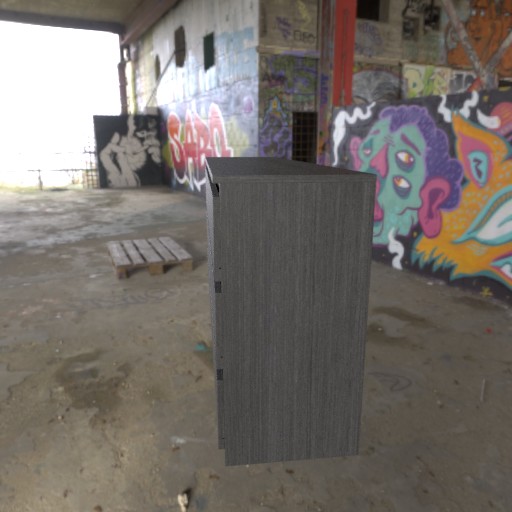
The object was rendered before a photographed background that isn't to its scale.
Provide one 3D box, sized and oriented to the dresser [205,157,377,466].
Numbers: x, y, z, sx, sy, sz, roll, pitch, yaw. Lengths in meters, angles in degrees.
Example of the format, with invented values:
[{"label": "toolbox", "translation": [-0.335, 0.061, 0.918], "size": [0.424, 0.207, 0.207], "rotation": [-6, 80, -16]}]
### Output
[{"label": "dresser", "translation": [0.000, 0.000, 1.918], "size": [0.400, 0.795, 1.590], "rotation": [-2, 14, -7]}]
